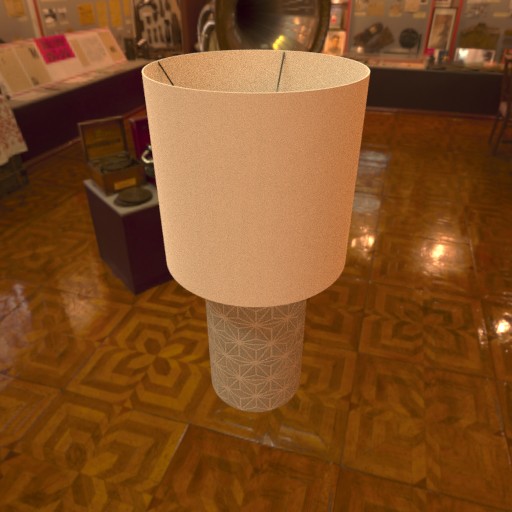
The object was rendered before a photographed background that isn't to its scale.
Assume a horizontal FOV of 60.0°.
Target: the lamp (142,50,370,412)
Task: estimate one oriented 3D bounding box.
[{"bbox_3d":[0.000,0.000,0.522,0.206,0.416,0.206,11,34,16],"label":"lamp"}]
